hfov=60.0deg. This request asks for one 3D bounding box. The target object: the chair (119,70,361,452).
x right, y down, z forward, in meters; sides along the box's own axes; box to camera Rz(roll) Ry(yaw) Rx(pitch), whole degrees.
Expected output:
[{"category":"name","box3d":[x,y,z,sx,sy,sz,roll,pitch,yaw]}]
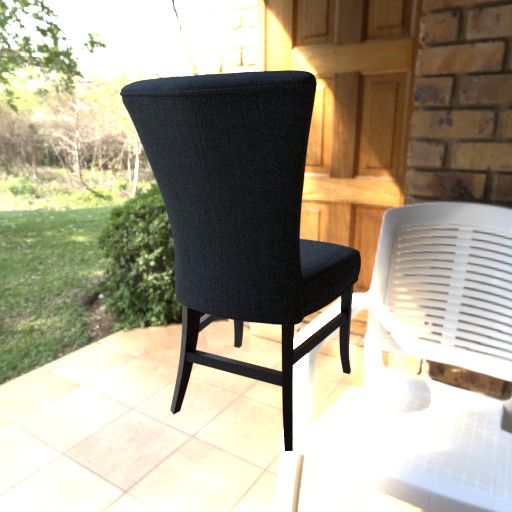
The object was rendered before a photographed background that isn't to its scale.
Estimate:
[{"category":"chair","box3d":[0.000,0.000,1.370,0.520,0.991,0.660,8,17,26]}]
